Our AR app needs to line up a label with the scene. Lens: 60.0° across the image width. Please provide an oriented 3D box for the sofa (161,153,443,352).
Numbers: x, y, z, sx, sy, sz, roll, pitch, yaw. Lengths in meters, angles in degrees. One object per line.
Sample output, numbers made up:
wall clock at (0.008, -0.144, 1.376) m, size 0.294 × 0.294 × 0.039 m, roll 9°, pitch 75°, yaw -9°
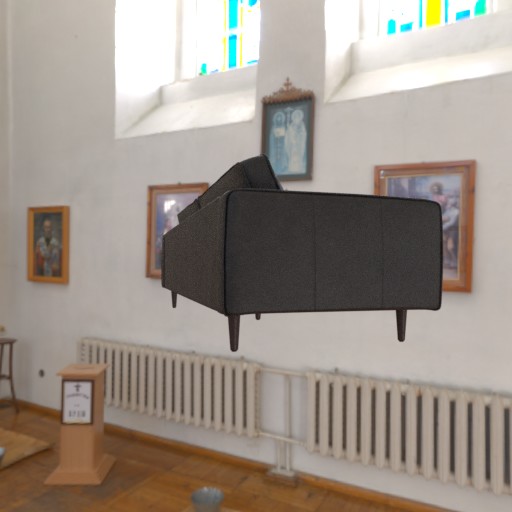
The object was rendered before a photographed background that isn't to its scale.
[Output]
sofa at (0.000, 0.000, 2.648) m, size 0.914 × 0.762 × 2.210 m, roll 0°, pitch -1°, yaw -17°
